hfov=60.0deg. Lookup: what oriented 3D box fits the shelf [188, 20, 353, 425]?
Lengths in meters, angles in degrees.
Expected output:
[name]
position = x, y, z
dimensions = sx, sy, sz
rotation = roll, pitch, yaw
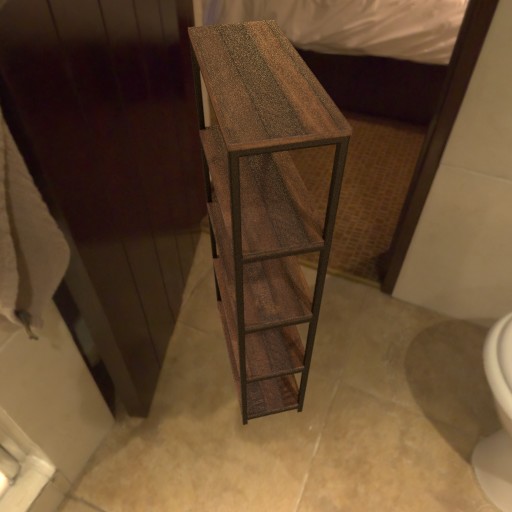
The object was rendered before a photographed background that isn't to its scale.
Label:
[shelf]
position = 0.000, 0.000, 2.193
dimensions = 0.359, 1.860, 0.874
rotation = -10, 47, -9
